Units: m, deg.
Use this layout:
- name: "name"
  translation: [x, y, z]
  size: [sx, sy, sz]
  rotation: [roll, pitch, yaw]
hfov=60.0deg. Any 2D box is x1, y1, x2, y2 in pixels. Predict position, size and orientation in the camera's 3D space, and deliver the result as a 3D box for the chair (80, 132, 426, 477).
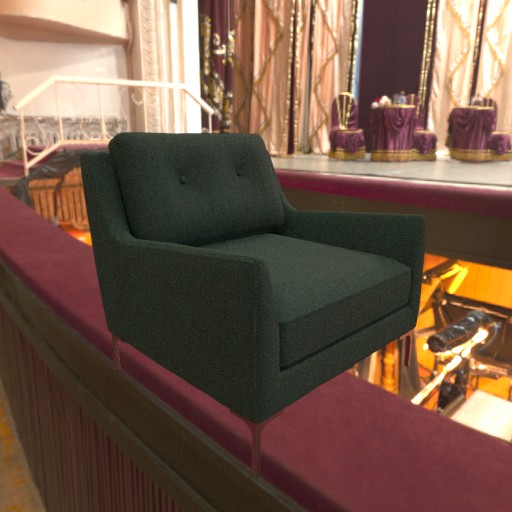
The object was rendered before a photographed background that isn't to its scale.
- name: "chair"
  translation: [0.000, 0.000, 1.536]
  size: [0.847, 0.828, 0.849]
  rotation: [-14, 21, -43]
